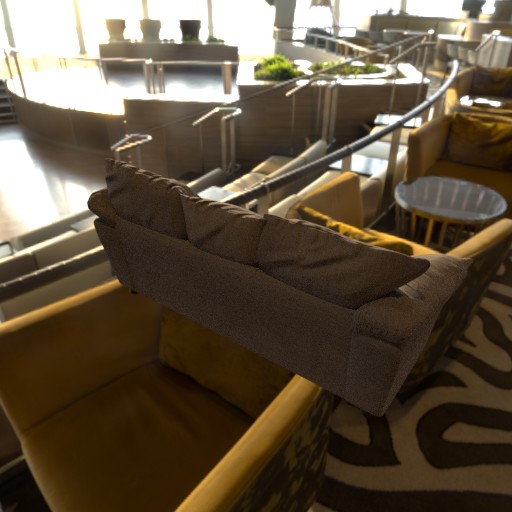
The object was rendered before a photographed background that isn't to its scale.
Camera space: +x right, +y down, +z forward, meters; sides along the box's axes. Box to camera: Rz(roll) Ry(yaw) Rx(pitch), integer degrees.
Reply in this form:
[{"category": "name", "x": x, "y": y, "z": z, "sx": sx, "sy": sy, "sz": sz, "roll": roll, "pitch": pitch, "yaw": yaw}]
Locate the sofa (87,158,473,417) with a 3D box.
[{"category": "sofa", "x": 0.000, "y": 0.000, "z": 2.880, "sx": 2.390, "sy": 1.043, "sz": 0.927, "roll": 21, "pitch": 37, "yaw": 31}]
